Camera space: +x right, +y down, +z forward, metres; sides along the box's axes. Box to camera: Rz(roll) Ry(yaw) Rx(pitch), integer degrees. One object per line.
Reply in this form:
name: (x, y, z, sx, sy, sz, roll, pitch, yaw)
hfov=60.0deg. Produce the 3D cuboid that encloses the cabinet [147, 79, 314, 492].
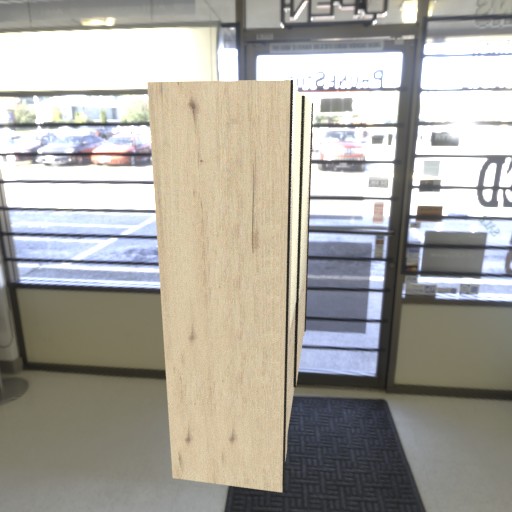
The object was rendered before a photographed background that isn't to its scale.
cabinet: (0.000, 0.000, 3.198, 0.660, 2.180, 2.000, 3, 17, 9)
